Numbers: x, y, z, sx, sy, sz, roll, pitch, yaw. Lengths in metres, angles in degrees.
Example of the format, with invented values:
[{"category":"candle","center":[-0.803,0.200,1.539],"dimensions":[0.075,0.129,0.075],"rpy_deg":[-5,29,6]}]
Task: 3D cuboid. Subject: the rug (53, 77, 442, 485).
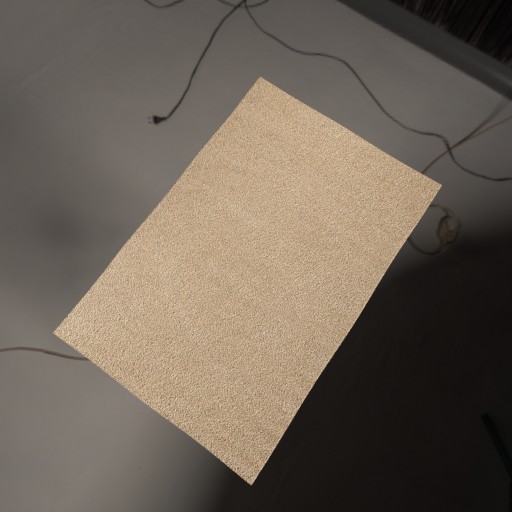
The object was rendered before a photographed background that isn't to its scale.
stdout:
[{"category":"rug","center":[0.000,0.000,3.454],"dimensions":[1.800,0.025,2.699],"rpy_deg":[34,77,9]}]
